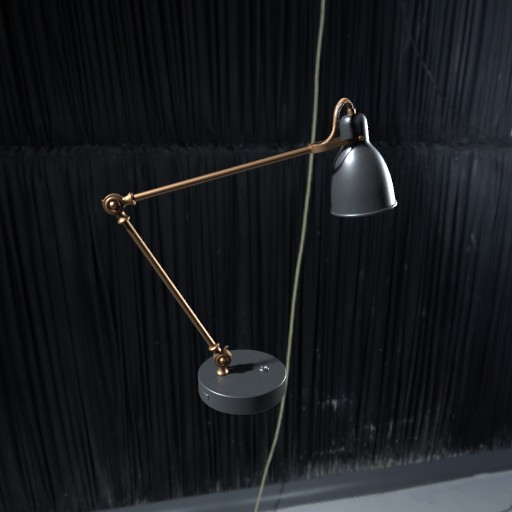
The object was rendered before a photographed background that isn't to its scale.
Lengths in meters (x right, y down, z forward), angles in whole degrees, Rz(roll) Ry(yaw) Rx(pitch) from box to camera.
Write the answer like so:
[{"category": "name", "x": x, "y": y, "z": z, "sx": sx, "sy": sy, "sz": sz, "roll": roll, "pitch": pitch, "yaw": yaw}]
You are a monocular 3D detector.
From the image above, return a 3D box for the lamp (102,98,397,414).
[{"category": "lamp", "x": 0.000, "y": 0.000, "z": 0.872, "sx": 0.561, "sy": 0.587, "sz": 0.187, "roll": -3, "pitch": 17, "yaw": -10}]
